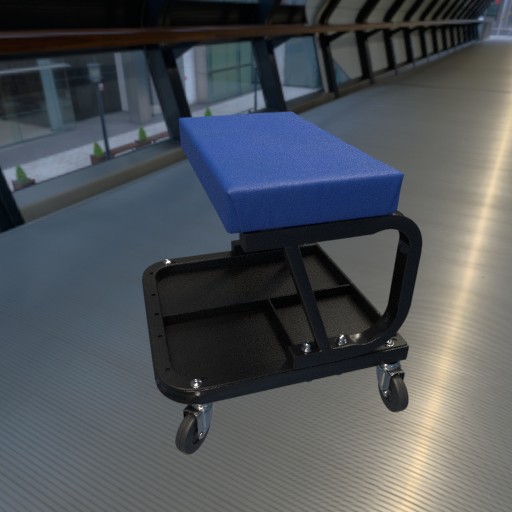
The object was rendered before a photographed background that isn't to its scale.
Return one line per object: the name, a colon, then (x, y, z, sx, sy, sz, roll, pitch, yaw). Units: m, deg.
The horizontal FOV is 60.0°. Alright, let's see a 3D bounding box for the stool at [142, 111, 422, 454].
stool: (0.000, 0.000, 0.723, 0.371, 0.380, 0.446, -8, 30, -14)
